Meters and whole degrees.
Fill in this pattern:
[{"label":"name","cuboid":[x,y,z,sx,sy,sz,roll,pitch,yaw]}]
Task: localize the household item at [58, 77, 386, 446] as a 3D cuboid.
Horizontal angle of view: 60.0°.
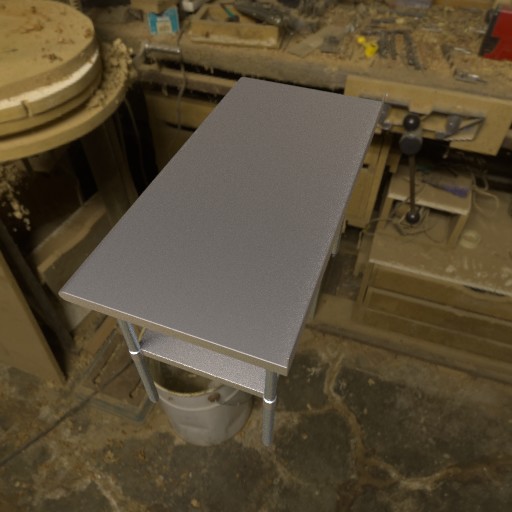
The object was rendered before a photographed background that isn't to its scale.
[{"label":"household item","cuboid":[0.000,0.000,1.706,0.610,0.851,1.219,16,50,14]}]
